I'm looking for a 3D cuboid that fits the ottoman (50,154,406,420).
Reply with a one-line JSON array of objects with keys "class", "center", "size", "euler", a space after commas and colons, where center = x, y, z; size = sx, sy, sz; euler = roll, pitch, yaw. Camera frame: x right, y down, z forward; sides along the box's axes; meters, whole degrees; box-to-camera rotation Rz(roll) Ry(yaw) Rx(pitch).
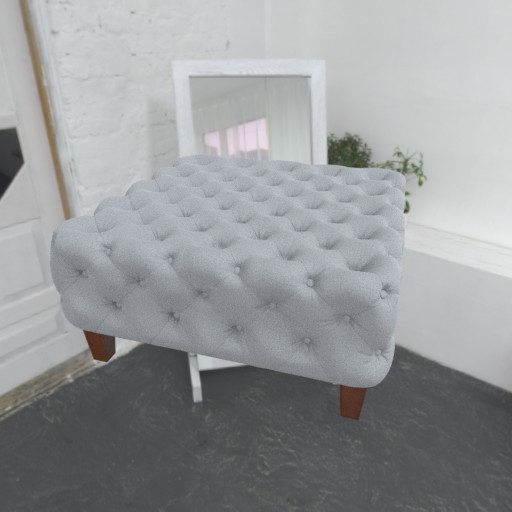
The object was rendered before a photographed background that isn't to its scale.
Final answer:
[{"class": "ottoman", "center": [0.000, 0.000, 1.219], "size": [0.758, 0.365, 0.764], "euler": [8, 28, 15]}]
